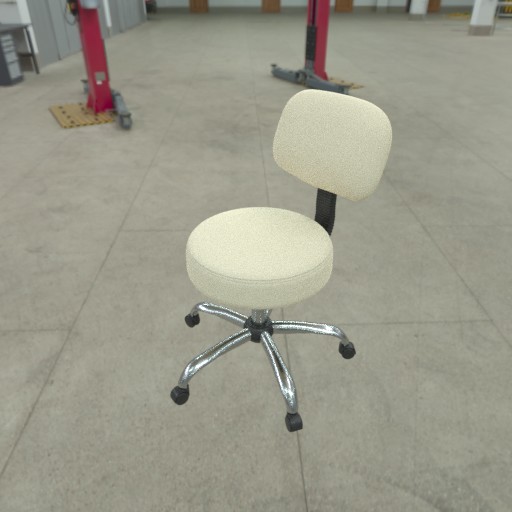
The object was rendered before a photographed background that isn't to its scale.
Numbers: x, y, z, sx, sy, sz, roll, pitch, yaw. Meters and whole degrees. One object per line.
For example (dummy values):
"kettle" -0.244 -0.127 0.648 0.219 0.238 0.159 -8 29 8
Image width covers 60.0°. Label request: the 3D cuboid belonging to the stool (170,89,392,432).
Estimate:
"stool" 0.000 0.000 1.261 0.616 0.810 0.609 -22 38 -31
